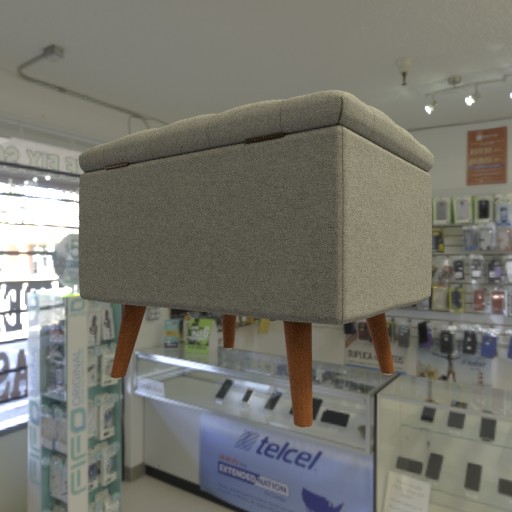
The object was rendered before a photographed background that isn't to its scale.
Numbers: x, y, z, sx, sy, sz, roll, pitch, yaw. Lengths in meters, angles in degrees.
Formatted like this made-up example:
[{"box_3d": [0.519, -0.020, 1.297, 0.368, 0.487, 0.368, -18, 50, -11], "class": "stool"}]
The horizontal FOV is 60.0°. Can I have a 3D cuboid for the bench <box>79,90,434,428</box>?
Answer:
[{"box_3d": [0.000, 0.000, 0.865, 0.572, 0.469, 0.417, 0, 0, 36], "class": "bench"}]
